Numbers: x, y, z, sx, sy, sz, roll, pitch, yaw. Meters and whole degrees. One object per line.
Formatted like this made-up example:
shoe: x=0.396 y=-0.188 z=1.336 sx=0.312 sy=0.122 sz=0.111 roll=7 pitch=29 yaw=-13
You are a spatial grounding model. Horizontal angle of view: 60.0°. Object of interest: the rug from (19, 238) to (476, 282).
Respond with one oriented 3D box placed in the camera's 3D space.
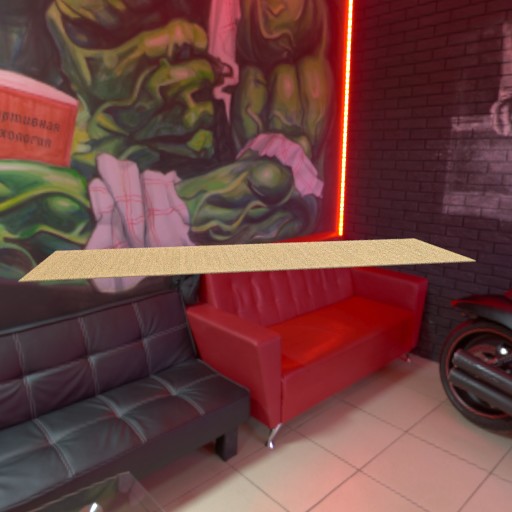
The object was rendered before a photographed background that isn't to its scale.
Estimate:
rug: x=0.000 y=0.000 z=2.664 sx=2.437 sy=0.006 sz=0.686 roll=-2 pitch=13 yaw=-10
